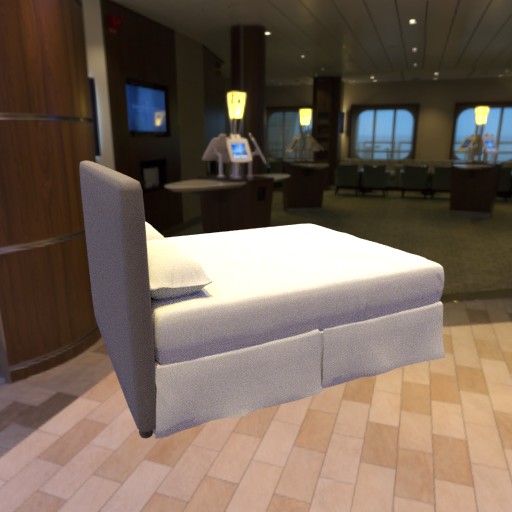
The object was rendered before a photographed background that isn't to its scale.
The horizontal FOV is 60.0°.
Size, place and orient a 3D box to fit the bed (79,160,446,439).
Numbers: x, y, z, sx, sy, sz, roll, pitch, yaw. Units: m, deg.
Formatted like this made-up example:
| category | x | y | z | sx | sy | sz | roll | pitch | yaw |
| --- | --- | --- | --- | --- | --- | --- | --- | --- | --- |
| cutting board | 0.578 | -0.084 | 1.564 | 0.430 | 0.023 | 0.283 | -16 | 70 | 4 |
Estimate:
| category | x | y | z | sx | sy | sz | roll | pitch | yaw |
| --- | --- | --- | --- | --- | --- | --- | --- | --- | --- |
| bed | 0.000 | 0.000 | 3.200 | 2.142 | 1.330 | 1.748 | -7 | 17 | -25 |
